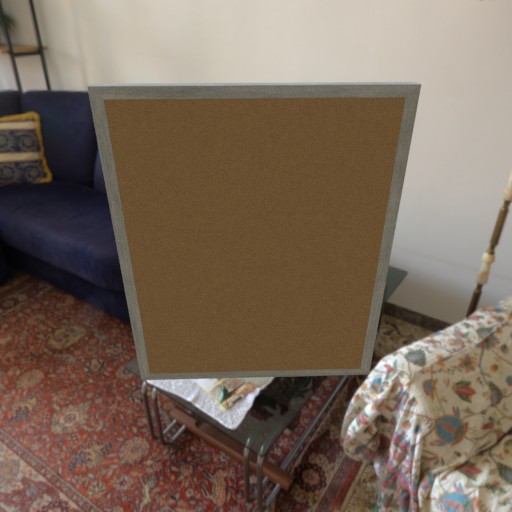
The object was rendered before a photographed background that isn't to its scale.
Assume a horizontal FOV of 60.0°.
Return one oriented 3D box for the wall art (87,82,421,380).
[{"bbox_3d":[0.000,0.000,0.793,0.479,0.582,0.022,-1,31,-2],"label":"wall art"}]
